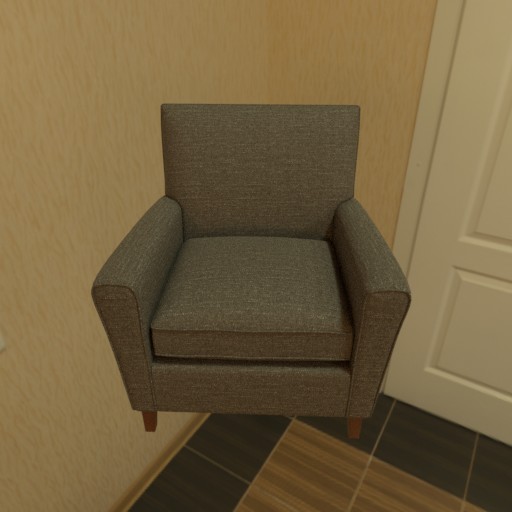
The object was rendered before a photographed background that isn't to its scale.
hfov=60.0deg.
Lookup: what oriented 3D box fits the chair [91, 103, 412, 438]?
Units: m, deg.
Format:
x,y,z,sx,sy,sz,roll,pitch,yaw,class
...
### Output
x,y,z,sx,sy,sz,roll,pitch,yaw,class
0.000,0.000,1.584,0.838,0.885,0.875,1,31,2,chair
